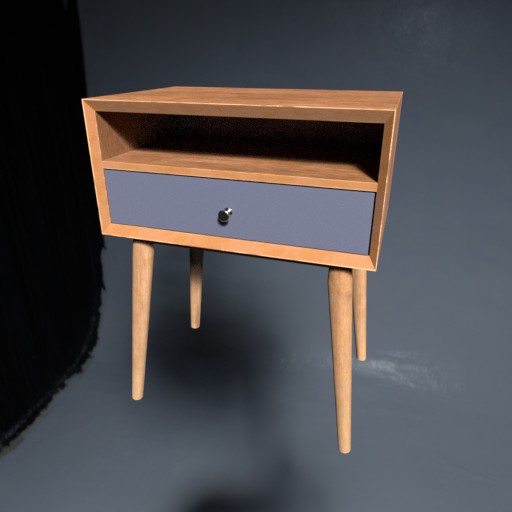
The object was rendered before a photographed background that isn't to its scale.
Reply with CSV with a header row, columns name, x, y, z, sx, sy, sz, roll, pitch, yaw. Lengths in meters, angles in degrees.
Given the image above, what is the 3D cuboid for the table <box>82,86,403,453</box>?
name,x,y,z,sx,sy,sz,roll,pitch,yaw
table,0.000,0.000,0.847,0.454,0.580,0.307,8,26,17
